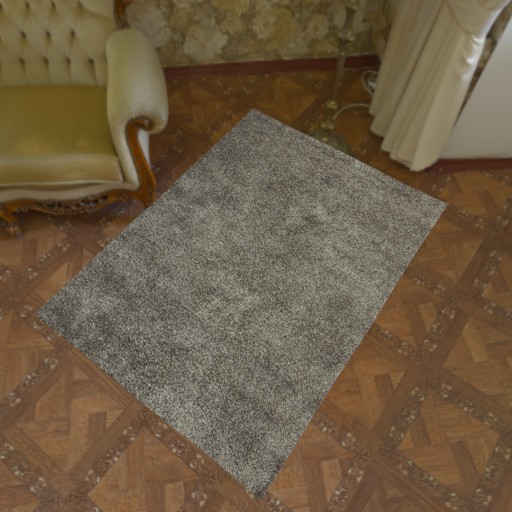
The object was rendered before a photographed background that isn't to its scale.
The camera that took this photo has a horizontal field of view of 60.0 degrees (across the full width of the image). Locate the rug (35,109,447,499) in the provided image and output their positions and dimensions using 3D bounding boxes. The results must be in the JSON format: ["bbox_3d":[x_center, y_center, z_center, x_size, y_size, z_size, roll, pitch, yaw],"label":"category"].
[{"bbox_3d":[0.000,0.000,2.065,1.198,0.025,1.601,32,64,18],"label":"rug"}]
